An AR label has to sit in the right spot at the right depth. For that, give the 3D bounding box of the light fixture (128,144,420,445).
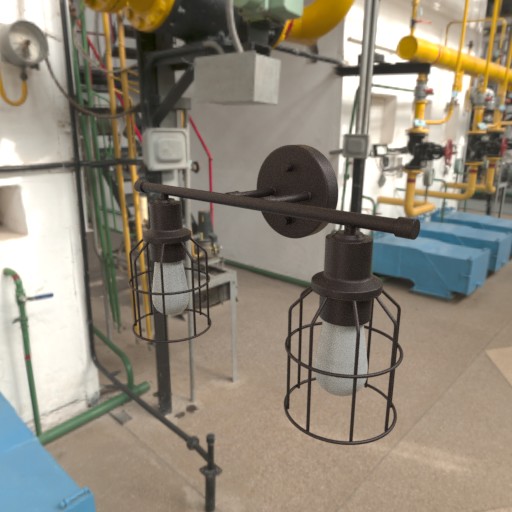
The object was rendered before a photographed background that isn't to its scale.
[{"bbox_3d":[0.000,0.000,0.529,0.406,0.254,0.165,15,22,42],"label":"light fixture"}]
